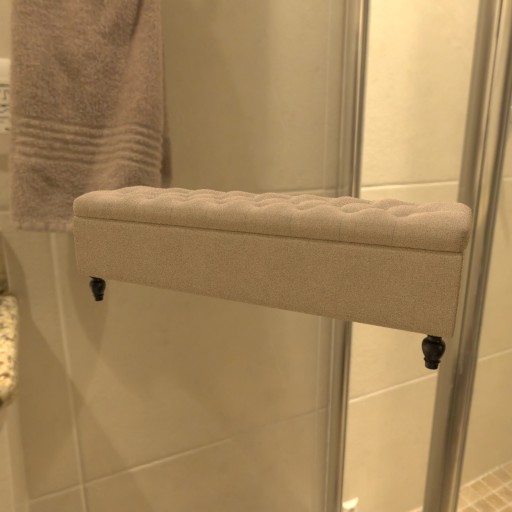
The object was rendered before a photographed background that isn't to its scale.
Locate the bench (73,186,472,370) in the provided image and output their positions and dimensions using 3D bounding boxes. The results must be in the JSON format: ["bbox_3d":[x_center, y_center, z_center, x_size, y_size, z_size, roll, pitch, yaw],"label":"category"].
[{"bbox_3d":[0.000,0.000,1.728,1.480,0.467,0.455,7,16,25],"label":"bench"}]
